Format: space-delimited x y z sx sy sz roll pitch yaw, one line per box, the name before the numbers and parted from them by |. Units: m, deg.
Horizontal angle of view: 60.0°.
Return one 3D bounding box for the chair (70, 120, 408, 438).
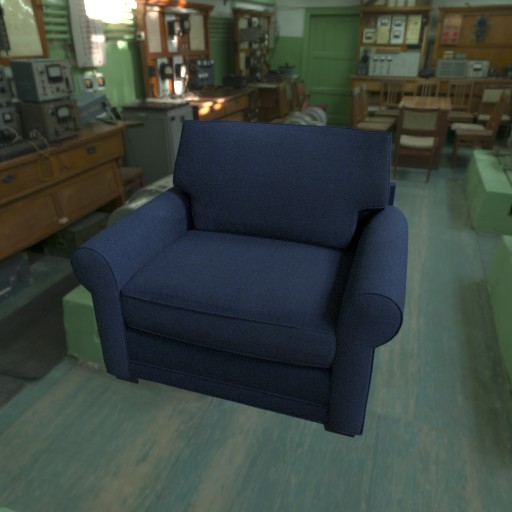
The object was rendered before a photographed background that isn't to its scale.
chair | 0.000 0.000 2.001 1.285 1.044 0.963 8 28 16
